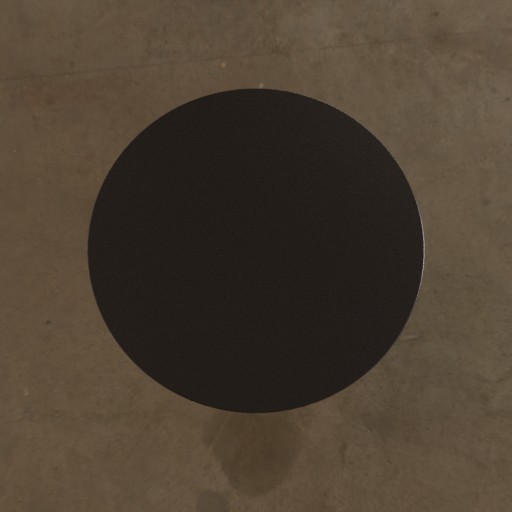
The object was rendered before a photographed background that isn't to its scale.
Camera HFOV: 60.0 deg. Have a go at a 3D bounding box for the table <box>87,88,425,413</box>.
[{"bbox_3d":[0.000,0.000,1.426,0.914,0.457,0.914,0,76,0],"label":"table"}]
